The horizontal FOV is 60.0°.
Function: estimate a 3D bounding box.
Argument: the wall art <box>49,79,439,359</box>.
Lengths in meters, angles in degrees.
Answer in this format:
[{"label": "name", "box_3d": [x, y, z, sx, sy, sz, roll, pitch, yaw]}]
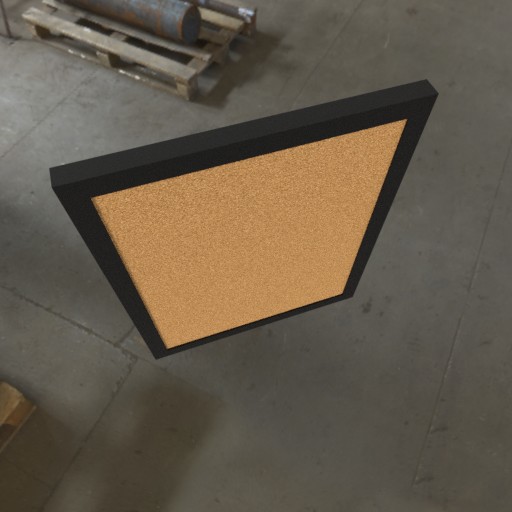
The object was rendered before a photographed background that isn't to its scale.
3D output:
[{"label": "wall art", "box_3d": [0.000, 0.000, 0.743, 0.457, 0.559, 0.029, -16, 60, -10]}]
